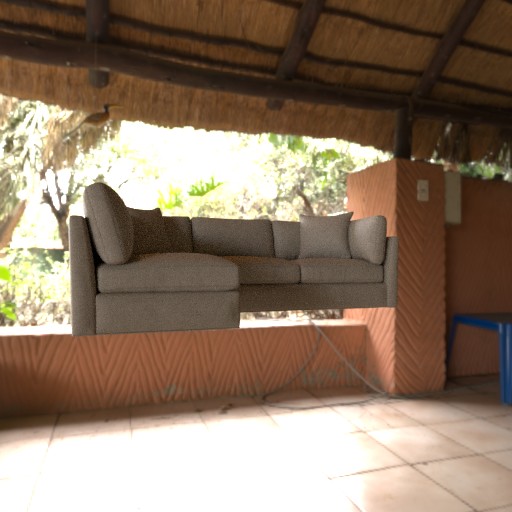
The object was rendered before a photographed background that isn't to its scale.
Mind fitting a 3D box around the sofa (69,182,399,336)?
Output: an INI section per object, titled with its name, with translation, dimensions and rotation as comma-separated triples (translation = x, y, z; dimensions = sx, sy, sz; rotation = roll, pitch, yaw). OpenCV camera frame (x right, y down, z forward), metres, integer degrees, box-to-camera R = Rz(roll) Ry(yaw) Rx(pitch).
[sofa]
translation = 0.000, 0.000, 3.881
dimensions = 2.896, 0.978, 1.994
rotation = 0, -1, -19
